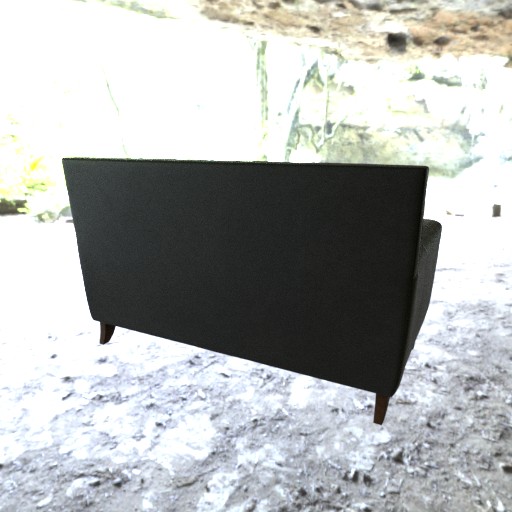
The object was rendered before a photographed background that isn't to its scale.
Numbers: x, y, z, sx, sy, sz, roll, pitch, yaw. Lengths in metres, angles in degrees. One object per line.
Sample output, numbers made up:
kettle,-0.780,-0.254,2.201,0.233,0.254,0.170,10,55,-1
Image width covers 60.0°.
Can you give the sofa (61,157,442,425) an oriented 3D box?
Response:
sofa,0.000,0.000,1.989,1.473,0.871,0.787,8,17,27
